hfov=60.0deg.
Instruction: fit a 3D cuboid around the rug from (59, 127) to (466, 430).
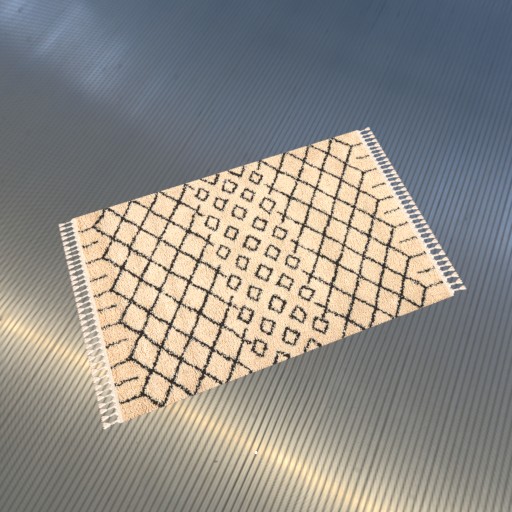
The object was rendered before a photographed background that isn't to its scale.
[{"bbox_3d":[0.000,0.000,2.491,2.006,0.008,1.196,-19,67,-8],"label":"rug"}]
